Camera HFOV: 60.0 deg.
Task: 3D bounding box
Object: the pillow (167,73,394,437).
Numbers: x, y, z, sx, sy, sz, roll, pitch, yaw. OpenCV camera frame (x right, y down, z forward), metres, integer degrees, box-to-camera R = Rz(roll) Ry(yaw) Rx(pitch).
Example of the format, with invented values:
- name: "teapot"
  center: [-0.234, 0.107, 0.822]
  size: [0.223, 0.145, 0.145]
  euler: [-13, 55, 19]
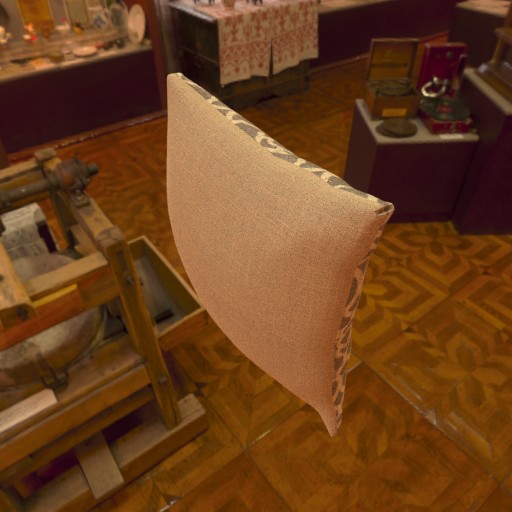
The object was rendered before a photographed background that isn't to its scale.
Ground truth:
- name: "pillow"
  center: [0.000, 0.000, 0.791]
  size: [0.215, 0.498, 0.508]
  euler: [-25, 47, -26]
